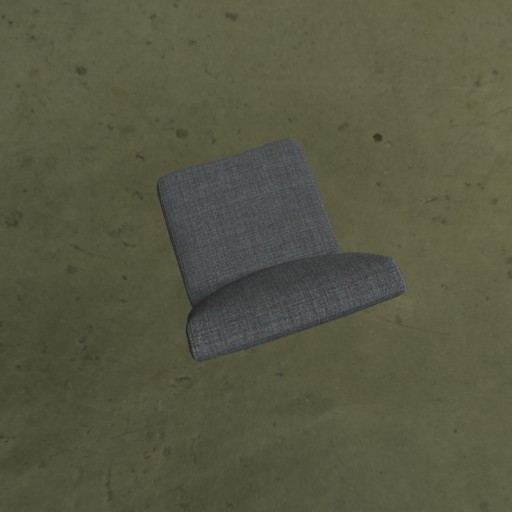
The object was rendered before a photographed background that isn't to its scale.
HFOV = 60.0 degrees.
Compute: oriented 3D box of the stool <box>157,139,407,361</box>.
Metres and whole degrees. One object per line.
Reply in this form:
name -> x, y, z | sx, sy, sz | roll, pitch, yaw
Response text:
stool -> 0.000, 0.000, 1.383 | 0.483, 1.112, 0.570 | -18, 76, -4
